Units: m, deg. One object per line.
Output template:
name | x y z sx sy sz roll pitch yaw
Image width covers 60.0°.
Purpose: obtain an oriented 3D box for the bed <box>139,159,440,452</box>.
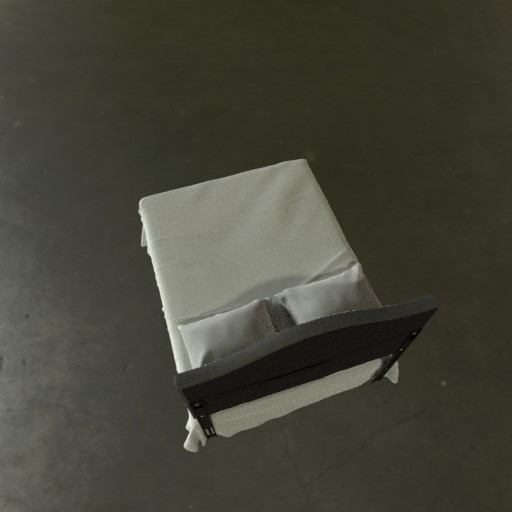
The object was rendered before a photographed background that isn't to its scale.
bed | 0.000 0.000 3.506 1.876 1.645 2.221 -16 60 -9
